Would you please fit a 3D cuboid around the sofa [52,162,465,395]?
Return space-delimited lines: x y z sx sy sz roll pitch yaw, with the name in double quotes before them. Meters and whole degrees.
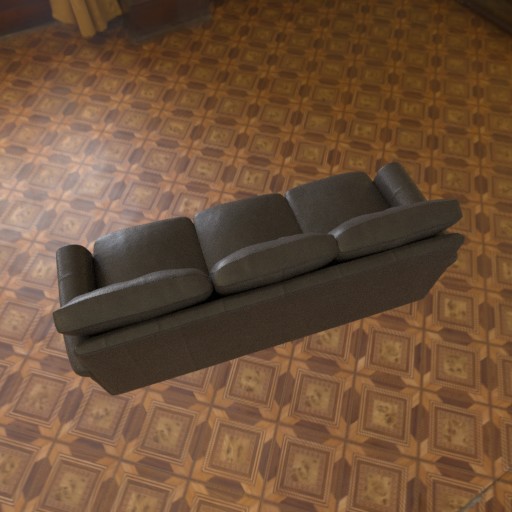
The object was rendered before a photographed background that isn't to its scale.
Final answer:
"sofa" 0.000 0.000 2.824 2.387 0.977 0.974 -16 59 -10
